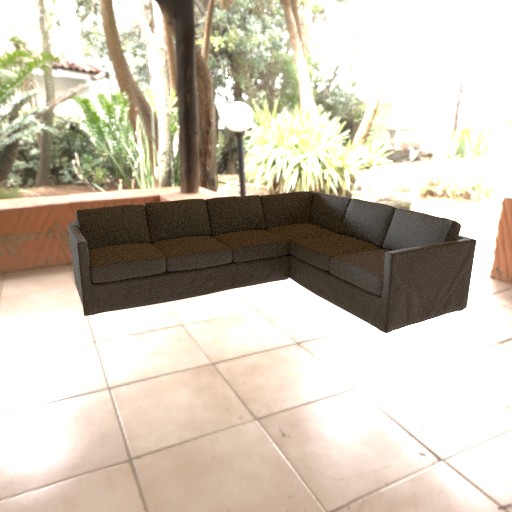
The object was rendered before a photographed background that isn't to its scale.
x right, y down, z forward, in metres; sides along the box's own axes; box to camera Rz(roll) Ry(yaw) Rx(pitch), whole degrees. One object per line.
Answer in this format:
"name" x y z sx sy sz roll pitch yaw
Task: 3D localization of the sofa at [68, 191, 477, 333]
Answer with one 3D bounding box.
"sofa" 0.000 0.000 4.326 3.182 0.871 2.432 -8 18 -26
